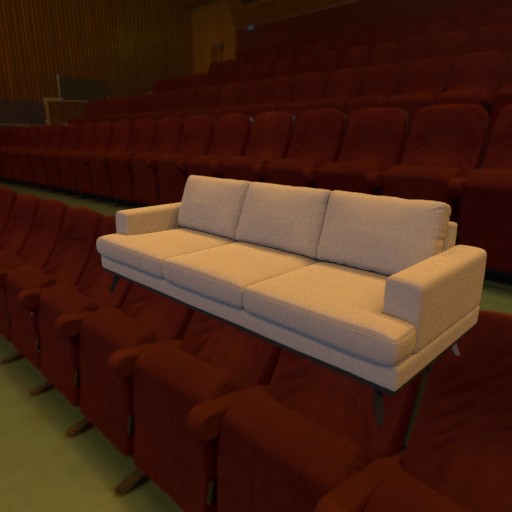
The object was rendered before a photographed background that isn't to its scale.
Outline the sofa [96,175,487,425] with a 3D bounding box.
[{"bbox_3d":[0.000,0.000,2.681,2.310,0.810,0.920,15,22,42],"label":"sofa"}]
